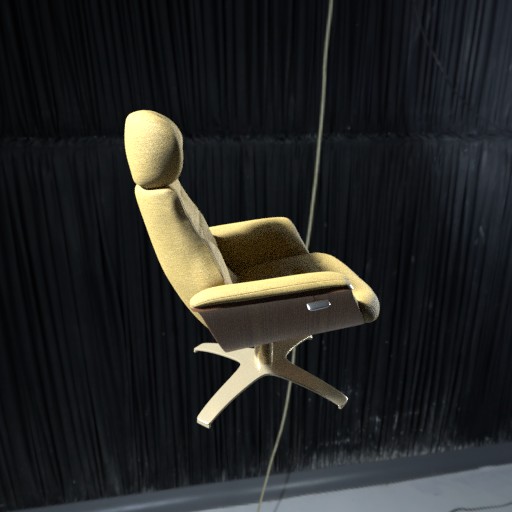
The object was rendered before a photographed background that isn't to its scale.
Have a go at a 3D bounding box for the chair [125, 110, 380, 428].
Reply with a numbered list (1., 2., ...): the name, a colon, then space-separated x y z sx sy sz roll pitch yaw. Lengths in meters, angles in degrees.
1. chair: 0.000 0.000 1.593 0.837 0.995 0.785 -3 18 -9
